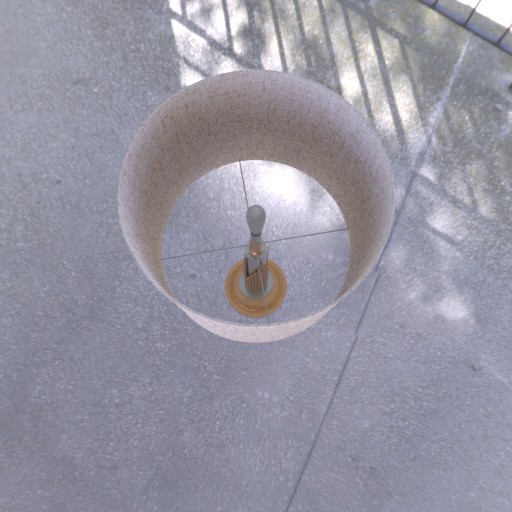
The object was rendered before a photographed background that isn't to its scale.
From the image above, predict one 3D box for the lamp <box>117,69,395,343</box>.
[{"bbox_3d":[0.000,0.000,0.808,0.321,0.610,0.321,36,78,9],"label":"lamp"}]
